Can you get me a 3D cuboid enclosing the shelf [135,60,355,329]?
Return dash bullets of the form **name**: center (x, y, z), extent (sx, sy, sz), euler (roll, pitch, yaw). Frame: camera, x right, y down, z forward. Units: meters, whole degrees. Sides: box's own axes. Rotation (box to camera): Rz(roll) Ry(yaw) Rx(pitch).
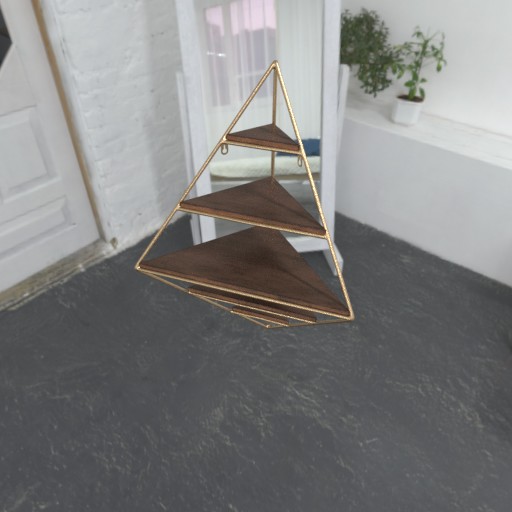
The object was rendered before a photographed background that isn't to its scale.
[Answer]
- **shelf**: center (0.000, 0.000, 1.179), extent (0.564, 0.913, 0.294), euler (12, 42, 14)
